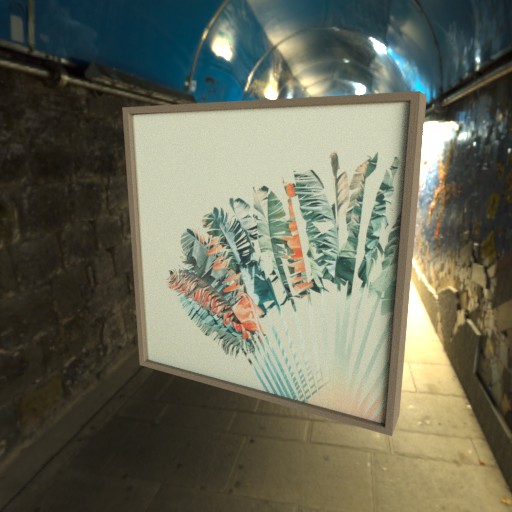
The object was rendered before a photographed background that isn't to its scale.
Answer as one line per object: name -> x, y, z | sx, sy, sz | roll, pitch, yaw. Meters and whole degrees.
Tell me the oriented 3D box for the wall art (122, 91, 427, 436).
wall art -> 0.000, 0.000, 0.461 | 0.304, 0.303, 0.038 | 7, 15, 27
